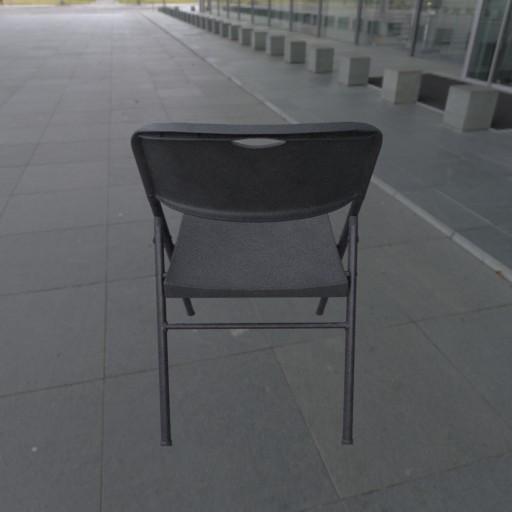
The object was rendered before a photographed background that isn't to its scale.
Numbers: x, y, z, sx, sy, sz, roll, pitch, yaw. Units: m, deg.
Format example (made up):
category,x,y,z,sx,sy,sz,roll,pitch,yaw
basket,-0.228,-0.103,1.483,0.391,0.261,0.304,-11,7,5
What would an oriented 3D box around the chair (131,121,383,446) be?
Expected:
category,x,y,z,sx,sy,sz,roll,pitch,yaw
chair,0.000,0.000,1.152,0.494,0.810,0.567,0,31,0
